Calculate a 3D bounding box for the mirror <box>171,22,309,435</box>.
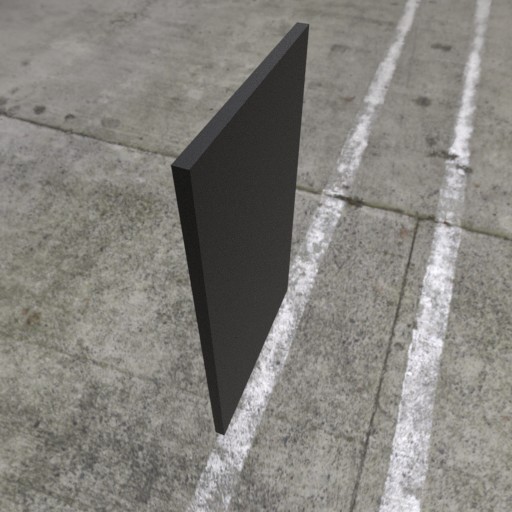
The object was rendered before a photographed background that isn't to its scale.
[{"bbox_3d":[0.000,0.000,1.487,0.038,1.219,0.762,16,49,14],"label":"mirror"}]
